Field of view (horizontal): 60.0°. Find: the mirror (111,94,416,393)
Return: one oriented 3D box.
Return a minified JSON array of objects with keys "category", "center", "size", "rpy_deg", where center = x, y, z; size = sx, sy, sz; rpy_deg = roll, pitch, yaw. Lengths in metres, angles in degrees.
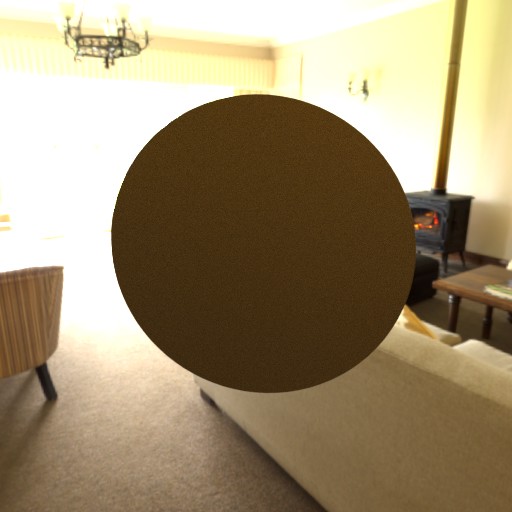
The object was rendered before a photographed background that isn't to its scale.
[{"category":"mirror","center":[0.000,0.000,1.568],"size":[1.077,1.077,0.036],"rpy_deg":[2,16,9]}]
